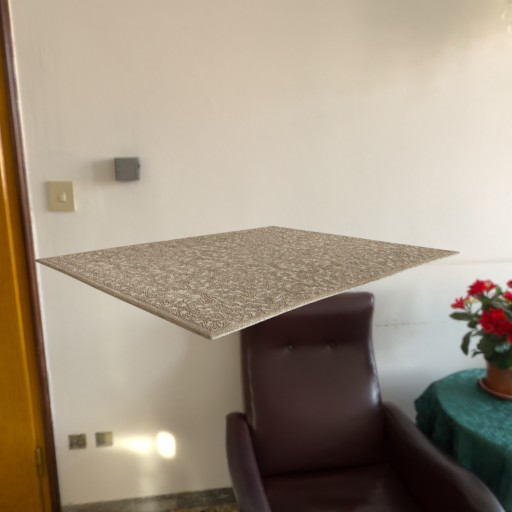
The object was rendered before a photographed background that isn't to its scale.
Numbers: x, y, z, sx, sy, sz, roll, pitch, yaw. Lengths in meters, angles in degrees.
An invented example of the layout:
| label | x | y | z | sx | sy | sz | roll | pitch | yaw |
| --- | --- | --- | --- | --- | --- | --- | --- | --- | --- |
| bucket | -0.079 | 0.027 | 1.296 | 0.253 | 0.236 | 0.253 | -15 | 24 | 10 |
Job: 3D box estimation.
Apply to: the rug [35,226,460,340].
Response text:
| label | x | y | z | sx | sy | sz | roll | pitch | yaw |
| --- | --- | --- | --- | --- | --- | --- | --- | --- | --- |
| rug | 0.000 | 0.000 | 4.032 | 3.017 | 0.035 | 2.472 | -11 | 16 | -43 |
